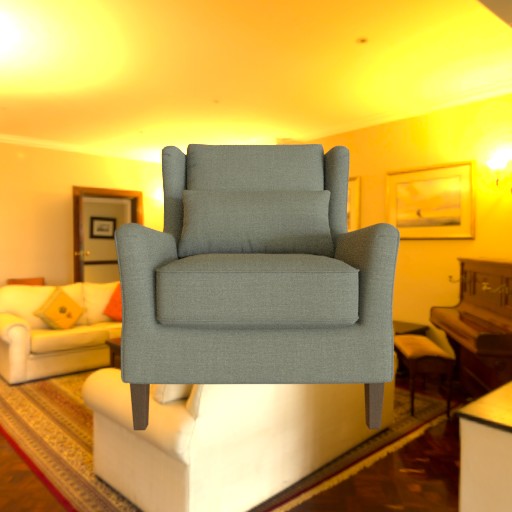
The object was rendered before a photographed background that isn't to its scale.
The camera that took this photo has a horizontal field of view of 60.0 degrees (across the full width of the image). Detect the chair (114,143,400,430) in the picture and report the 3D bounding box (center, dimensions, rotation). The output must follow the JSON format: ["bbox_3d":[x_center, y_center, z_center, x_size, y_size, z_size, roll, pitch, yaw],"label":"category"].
[{"bbox_3d":[0.000,0.000,1.807,0.866,1.056,1.040,0,1,-1],"label":"chair"}]
